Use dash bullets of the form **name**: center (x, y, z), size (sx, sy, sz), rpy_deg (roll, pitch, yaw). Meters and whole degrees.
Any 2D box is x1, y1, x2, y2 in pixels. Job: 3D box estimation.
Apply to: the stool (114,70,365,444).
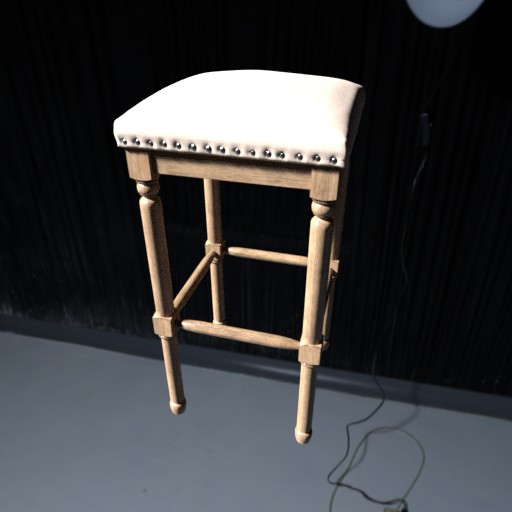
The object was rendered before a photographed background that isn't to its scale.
- **stool**: center (0.000, 0.000, 1.001), size (0.382, 0.768, 0.383), rpy_deg (8, 33, 13)
